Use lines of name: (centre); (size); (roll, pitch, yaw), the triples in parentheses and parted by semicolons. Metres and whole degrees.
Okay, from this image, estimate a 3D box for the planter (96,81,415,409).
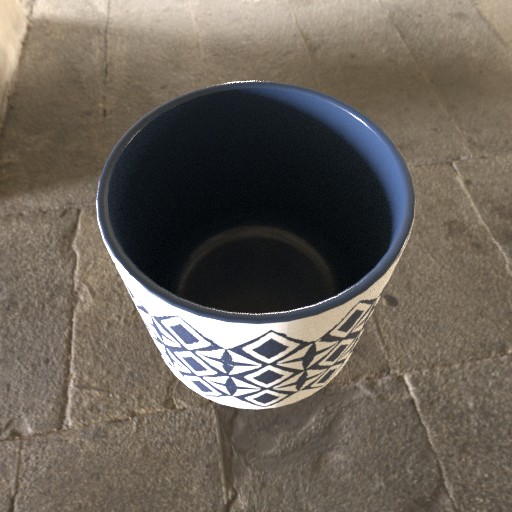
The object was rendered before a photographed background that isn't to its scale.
planter: (0.000, 0.000, 0.283); (0.159, 0.144, 0.159); (0, 57, 0)
